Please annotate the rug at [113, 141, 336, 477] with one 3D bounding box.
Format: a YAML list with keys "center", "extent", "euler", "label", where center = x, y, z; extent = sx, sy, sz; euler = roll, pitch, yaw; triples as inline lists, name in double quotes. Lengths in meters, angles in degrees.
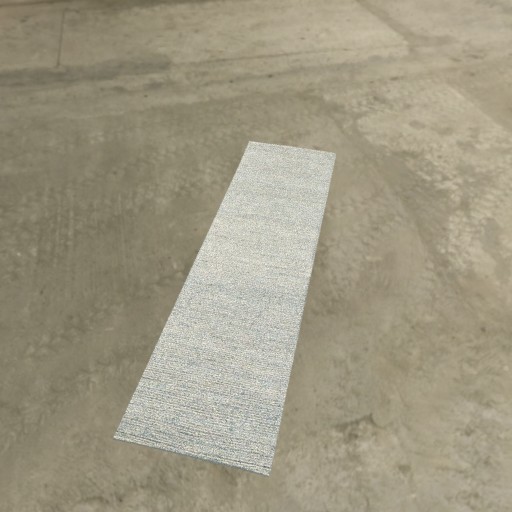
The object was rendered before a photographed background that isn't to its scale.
- center: [0.000, 0.000, 2.594]
  extent: [0.675, 0.037, 2.341]
  euler: [10, 48, 9]
  label: "rug"
